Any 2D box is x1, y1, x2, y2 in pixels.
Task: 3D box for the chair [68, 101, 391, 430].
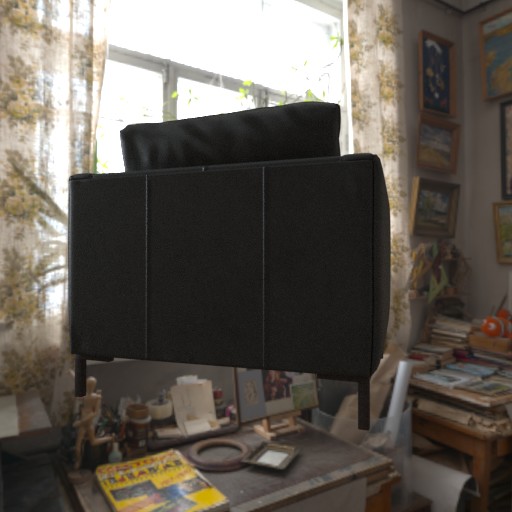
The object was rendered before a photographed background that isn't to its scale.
[{"bbox_3d":[0.000,0.000,1.489,0.967,0.824,0.861,0,-1,18],"label":"chair"}]
